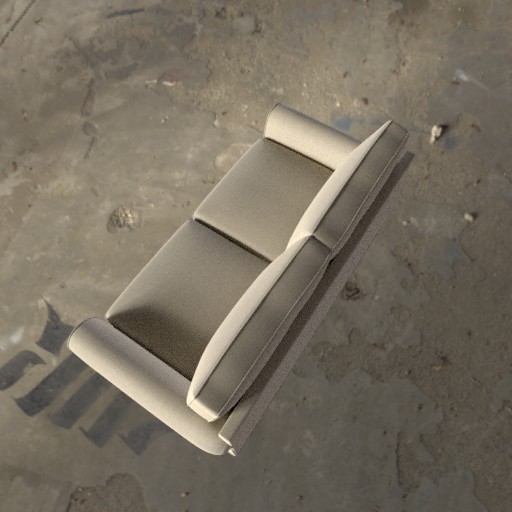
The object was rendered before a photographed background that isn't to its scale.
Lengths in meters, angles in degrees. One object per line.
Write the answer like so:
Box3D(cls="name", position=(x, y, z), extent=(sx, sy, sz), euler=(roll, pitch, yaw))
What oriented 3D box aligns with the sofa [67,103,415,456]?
Box3D(cls="sofa", position=(0.000, 0.000, 2.268), extent=(0.861, 0.933, 1.774), euler=(31, 66, 15))
